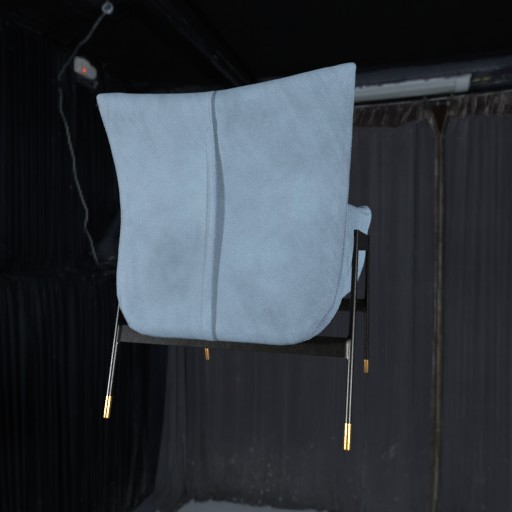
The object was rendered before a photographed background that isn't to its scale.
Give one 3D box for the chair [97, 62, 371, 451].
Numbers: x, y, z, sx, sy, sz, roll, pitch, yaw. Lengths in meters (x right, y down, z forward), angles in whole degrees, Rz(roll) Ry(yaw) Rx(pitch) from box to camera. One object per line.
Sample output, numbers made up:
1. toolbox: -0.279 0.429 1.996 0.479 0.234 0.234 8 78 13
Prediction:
1. chair: 0.000 0.000 1.384 0.678 0.858 0.709 0 1 18
